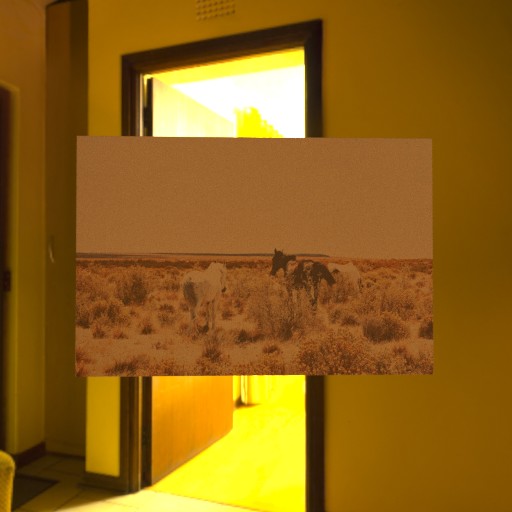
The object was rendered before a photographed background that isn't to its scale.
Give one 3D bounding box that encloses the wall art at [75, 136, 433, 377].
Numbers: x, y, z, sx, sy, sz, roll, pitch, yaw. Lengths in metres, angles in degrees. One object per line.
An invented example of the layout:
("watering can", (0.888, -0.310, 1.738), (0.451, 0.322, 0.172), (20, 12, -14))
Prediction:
("wall art", (0.000, 0.000, 1.438), (1.138, 0.761, 0.051), (0, -1, -2))
